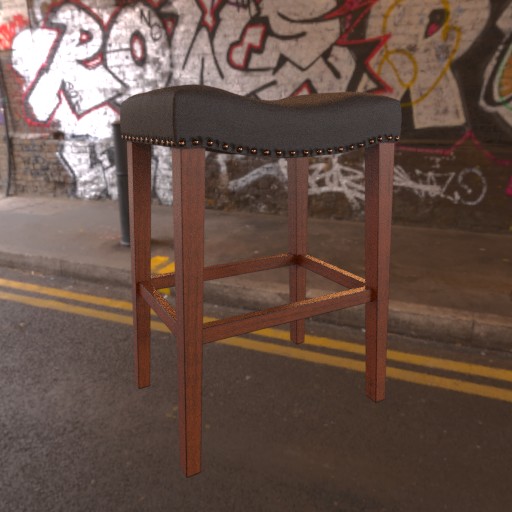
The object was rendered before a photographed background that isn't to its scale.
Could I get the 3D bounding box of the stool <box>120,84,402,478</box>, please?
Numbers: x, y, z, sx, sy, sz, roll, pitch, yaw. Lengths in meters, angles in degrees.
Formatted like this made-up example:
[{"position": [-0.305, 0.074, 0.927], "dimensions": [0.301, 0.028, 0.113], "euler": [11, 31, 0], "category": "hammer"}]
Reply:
[{"position": [0.000, 0.000, 0.871], "dimensions": [0.439, 0.612, 0.320], "euler": [-9, 19, -28], "category": "stool"}]
